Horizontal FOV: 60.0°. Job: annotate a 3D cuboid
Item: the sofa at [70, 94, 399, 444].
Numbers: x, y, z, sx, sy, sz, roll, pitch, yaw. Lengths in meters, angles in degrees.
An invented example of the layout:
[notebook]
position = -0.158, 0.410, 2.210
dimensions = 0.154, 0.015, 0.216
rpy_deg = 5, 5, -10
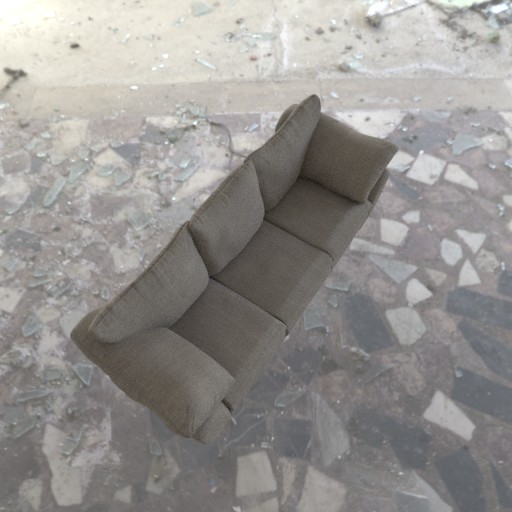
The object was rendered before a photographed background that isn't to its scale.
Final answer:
[sofa]
position = 0.000, 0.000, 2.916
dimensions = 0.878, 0.996, 2.334
rpy_deg = 30, 62, 18
